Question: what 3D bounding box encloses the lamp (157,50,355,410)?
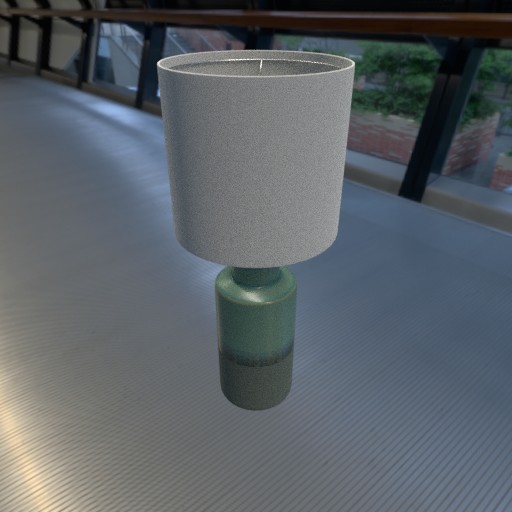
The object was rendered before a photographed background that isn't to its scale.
[{"bbox_3d":[0.000,0.000,0.607,0.212,0.493,0.212,2,31,4],"label":"lamp"}]
